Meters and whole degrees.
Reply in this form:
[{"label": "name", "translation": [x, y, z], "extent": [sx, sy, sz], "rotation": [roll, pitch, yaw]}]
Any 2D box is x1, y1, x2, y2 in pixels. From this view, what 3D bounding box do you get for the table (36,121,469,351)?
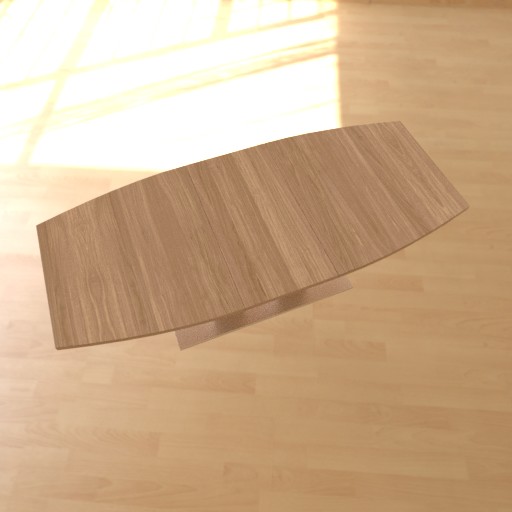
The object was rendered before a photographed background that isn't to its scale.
[{"label": "table", "translation": [0.000, 0.000, 2.499], "extent": [2.032, 0.750, 0.900], "rotation": [-18, 60, -11]}]
